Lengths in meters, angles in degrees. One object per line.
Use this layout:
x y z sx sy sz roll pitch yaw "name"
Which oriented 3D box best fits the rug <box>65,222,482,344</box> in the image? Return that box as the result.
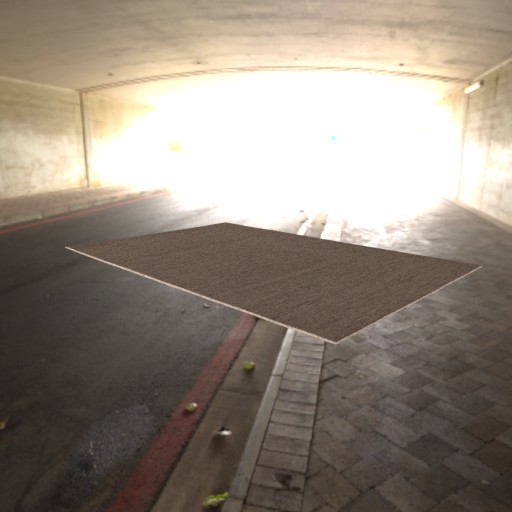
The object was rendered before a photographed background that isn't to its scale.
0.000 0.000 2.324 1.840 0.013 1.225 13 19 43 "rug"
